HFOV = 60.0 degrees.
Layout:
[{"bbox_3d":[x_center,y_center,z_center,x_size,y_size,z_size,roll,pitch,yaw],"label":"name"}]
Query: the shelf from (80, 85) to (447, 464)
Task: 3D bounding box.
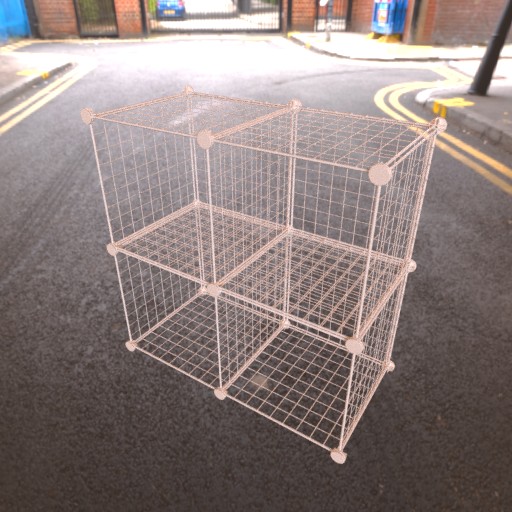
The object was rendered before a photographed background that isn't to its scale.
[{"bbox_3d":[0.000,0.000,1.130,0.711,0.711,0.356,18,35,28],"label":"shelf"}]
